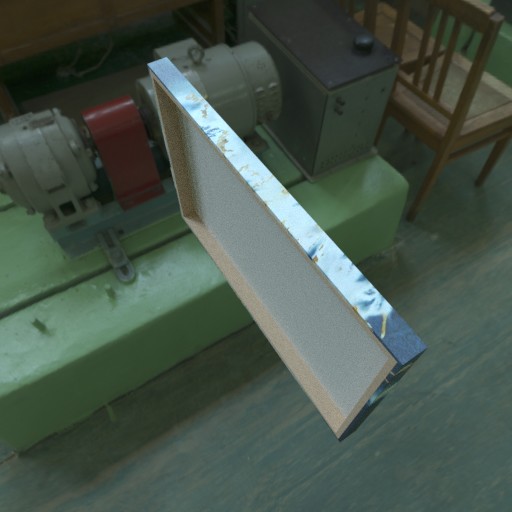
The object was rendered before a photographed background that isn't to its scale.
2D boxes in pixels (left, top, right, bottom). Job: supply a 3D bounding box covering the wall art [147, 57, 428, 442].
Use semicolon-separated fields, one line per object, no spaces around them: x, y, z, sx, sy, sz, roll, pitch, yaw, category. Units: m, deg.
0.000;0.000;0.766;0.036;0.405;0.607;-28;61;-17;wall art
